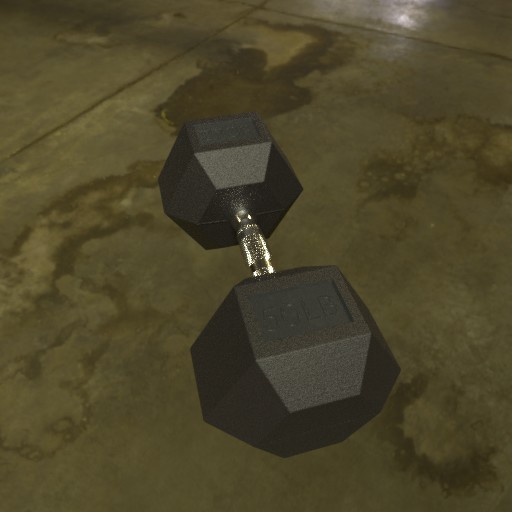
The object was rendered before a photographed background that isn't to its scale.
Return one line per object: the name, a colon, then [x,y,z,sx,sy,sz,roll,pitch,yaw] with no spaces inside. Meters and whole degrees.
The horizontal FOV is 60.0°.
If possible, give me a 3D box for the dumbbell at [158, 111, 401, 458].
dumbbell: [0.000,0.000,0.473,0.173,0.150,0.384,-11,48,-10]
